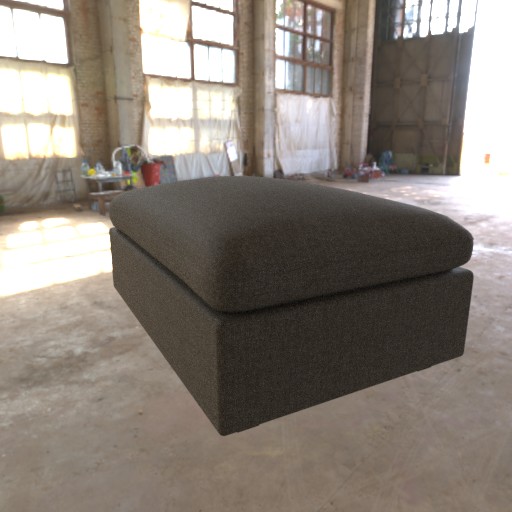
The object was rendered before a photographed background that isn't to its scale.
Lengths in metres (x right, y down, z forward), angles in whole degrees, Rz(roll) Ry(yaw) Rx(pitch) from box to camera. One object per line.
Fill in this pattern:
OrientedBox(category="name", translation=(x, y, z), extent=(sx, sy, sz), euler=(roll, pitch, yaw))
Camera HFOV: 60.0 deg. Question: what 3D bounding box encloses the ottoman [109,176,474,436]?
OrientedBox(category="ottoman", translation=(0.000, 0.000, 1.403), extent=(0.711, 0.483, 1.041), euler=(-8, 17, -27))
